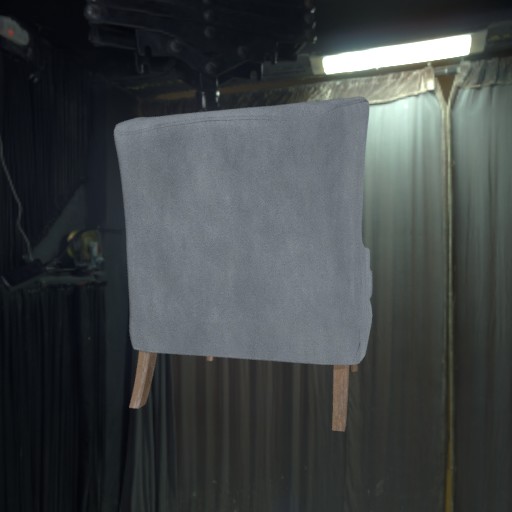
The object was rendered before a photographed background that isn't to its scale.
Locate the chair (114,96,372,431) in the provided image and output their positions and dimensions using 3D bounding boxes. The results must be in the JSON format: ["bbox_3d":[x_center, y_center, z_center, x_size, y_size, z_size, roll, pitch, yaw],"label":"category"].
[{"bbox_3d":[0.000,0.000,1.568,0.784,0.950,0.906,0,1,16],"label":"chair"}]
